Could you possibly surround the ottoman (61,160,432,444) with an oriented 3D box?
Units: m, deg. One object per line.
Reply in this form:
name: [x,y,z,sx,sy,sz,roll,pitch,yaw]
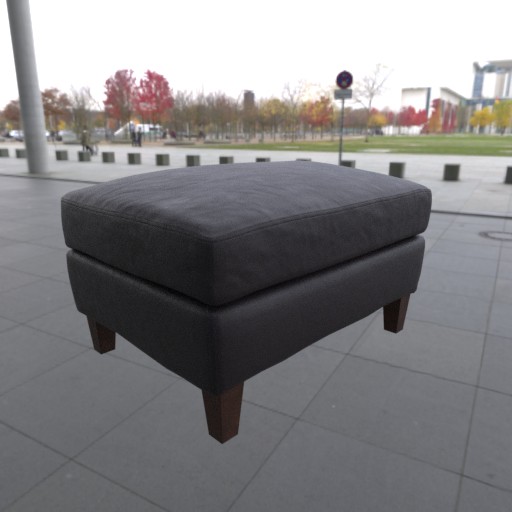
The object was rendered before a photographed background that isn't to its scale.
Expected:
ottoman: [0.000,0.000,1.275,0.659,0.529,0.887,15,22,43]
